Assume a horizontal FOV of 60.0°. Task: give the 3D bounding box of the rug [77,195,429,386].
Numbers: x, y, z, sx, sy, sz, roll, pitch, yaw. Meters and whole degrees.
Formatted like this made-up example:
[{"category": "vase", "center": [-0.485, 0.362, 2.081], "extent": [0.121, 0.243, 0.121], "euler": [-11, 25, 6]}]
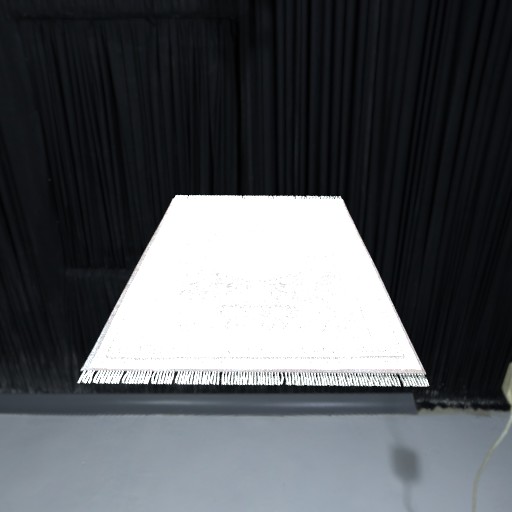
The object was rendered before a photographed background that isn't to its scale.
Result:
[{"category": "rug", "center": [0.000, 0.000, 2.975], "extent": [1.528, 0.010, 2.440], "euler": [0, 27, 1]}]
